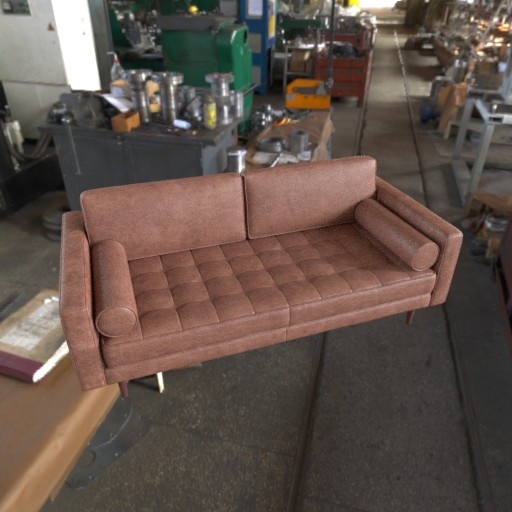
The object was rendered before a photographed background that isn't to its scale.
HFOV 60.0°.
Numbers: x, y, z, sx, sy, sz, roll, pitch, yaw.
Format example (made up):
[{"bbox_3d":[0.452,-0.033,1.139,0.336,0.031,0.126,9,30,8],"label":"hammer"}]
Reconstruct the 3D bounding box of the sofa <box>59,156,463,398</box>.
[{"bbox_3d":[0.000,0.000,2.330,1.870,0.760,0.910,-10,33,-16],"label":"sofa"}]
